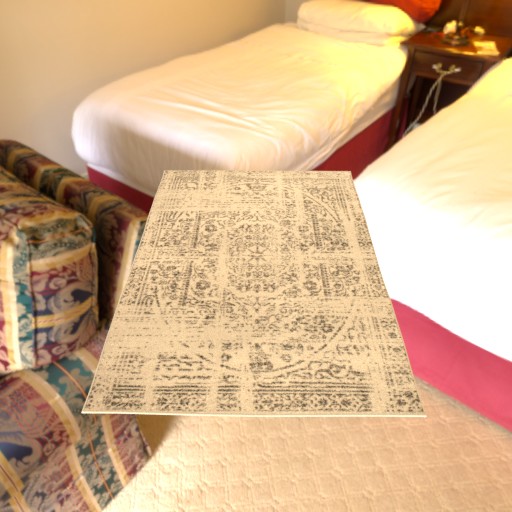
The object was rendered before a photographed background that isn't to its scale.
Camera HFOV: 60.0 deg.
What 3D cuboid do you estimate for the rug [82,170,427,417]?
[{"bbox_3d":[0.000,0.000,3.103,1.706,0.026,2.438,0,40,0],"label":"rug"}]
